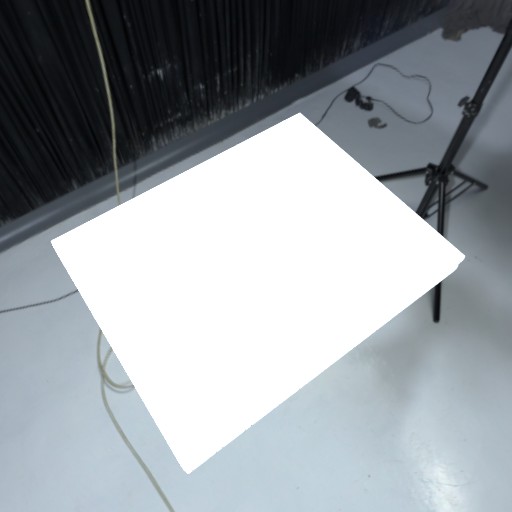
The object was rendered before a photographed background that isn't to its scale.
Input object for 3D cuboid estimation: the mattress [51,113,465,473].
[{"bbox_3d":[0.000,0.000,2.795,2.000,0.200,1.600,-32,63,-18],"label":"mattress"}]
